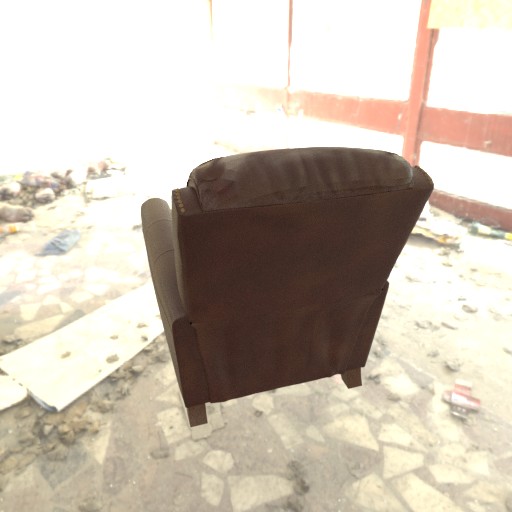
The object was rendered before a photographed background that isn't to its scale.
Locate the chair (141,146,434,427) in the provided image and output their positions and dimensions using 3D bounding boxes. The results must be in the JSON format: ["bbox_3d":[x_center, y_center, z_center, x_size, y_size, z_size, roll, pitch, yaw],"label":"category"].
[{"bbox_3d":[0.000,0.000,1.781,0.826,1.022,1.089,-8,27,-16],"label":"chair"}]
